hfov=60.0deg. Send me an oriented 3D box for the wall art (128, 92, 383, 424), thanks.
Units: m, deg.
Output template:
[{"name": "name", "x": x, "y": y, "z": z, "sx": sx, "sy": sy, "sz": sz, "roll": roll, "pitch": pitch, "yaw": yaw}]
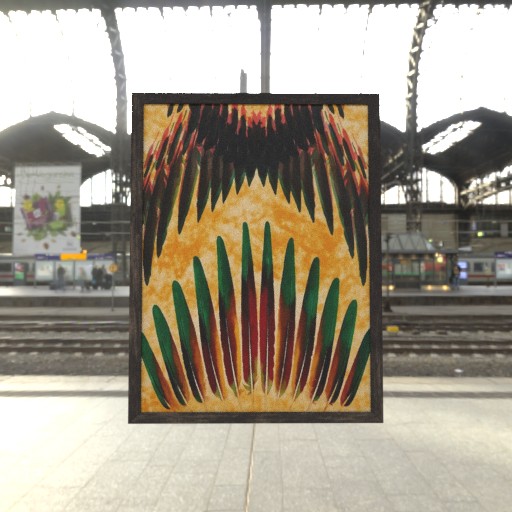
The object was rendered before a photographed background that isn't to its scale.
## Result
[{"name": "wall art", "x": 0.000, "y": 0.000, "z": 1.442, "sx": 0.812, "sy": 1.066, "sz": 0.029, "roll": 0, "pitch": -2, "yaw": -1}]
